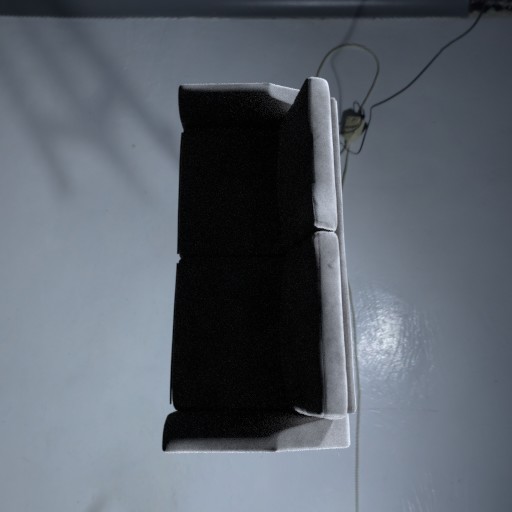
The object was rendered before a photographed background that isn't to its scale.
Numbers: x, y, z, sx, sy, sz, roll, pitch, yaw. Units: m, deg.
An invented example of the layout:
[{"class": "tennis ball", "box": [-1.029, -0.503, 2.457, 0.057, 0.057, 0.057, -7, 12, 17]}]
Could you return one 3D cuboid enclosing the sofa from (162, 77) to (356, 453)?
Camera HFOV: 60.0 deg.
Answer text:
[{"class": "sofa", "box": [0.000, 0.000, 2.290, 0.849, 0.859, 1.837, 0, 75, 0]}]
